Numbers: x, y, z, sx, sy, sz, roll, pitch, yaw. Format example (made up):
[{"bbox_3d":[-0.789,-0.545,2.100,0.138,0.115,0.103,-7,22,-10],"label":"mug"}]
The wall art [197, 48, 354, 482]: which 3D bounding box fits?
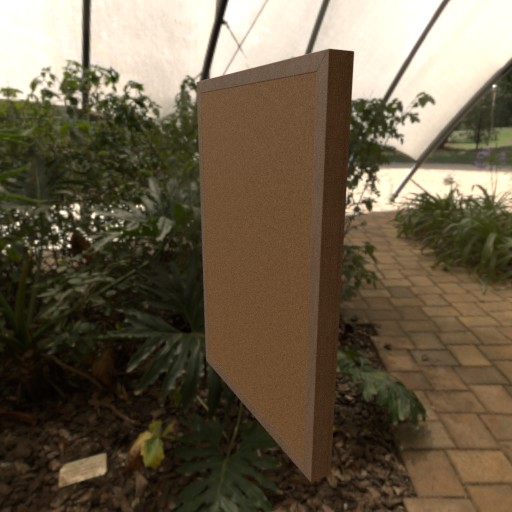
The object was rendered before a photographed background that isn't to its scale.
[{"bbox_3d":[0.000,0.000,0.653,0.031,0.509,0.356,-8,18,-27],"label":"wall art"}]
